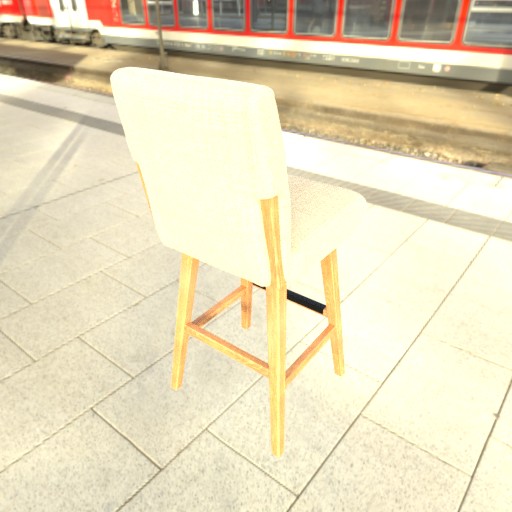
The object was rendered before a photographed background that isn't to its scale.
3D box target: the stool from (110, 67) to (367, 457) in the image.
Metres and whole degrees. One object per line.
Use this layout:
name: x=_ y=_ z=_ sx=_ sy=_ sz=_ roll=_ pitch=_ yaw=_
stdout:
stool: x=0.000 y=0.000 z=1.361 sx=0.483 sy=1.106 sz=0.569 roll=21 pitch=37 yaw=31
